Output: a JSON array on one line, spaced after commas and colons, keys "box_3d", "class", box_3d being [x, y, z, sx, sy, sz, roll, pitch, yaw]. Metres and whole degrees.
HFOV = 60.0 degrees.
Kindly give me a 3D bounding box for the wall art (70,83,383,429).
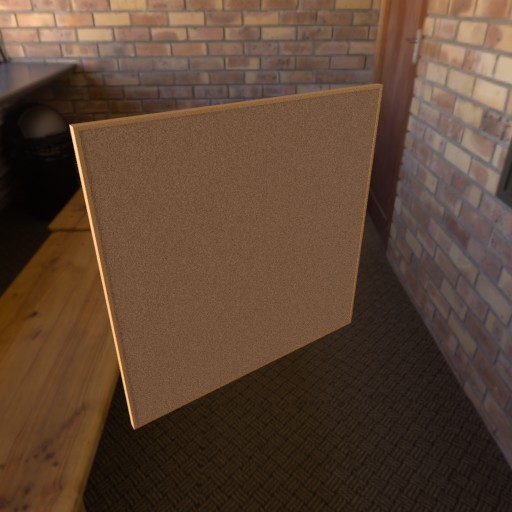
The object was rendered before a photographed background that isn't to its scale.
[{"box_3d": [0.000, 0.000, 0.676, 0.457, 0.455, 0.013, -19, 35, -29], "class": "wall art"}]
